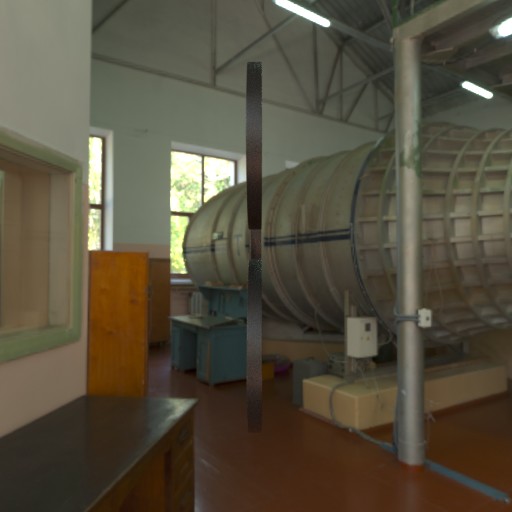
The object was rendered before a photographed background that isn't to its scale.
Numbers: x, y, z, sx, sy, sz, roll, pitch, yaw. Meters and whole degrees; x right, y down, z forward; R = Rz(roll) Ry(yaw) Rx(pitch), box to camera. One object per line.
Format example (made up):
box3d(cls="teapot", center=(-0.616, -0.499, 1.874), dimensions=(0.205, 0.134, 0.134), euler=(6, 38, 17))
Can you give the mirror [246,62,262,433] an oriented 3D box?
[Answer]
box3d(cls="mirror", center=(0.000, 0.000, 3.135), dimensions=(0.076, 2.096, 2.160), euler=(0, -2, 1))
